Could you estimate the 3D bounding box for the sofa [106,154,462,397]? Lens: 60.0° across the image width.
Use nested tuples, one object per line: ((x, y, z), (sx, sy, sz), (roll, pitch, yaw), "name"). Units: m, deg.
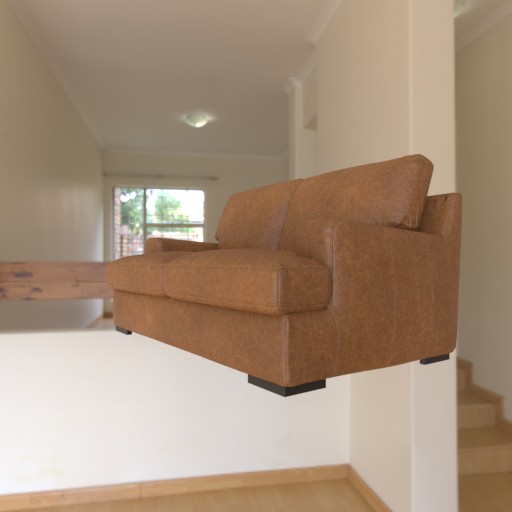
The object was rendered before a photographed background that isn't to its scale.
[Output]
((0.000, 0.000, 2.490), (1.144, 0.966, 1.880), (0, -1, -36), "sofa")
